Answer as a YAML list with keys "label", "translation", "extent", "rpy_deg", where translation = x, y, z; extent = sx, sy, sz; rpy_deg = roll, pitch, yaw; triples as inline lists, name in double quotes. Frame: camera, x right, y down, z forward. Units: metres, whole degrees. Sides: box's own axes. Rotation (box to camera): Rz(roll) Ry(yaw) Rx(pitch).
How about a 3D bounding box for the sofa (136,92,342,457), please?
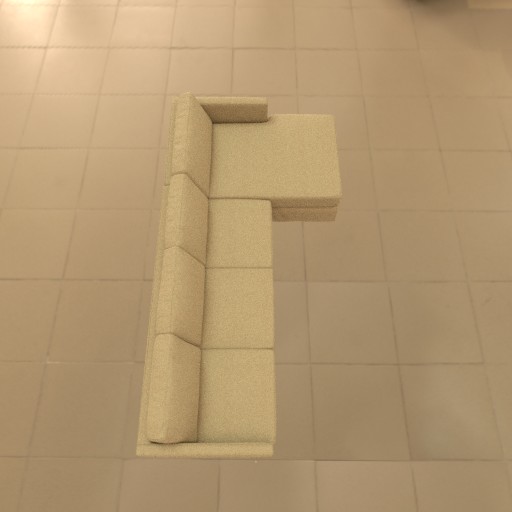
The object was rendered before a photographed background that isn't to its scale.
- label: "sofa"
  translation: [0.000, 0.000, 3.840]
  extent: [1.622, 0.867, 3.177]
  rpy_deg: [0, 65, 0]
